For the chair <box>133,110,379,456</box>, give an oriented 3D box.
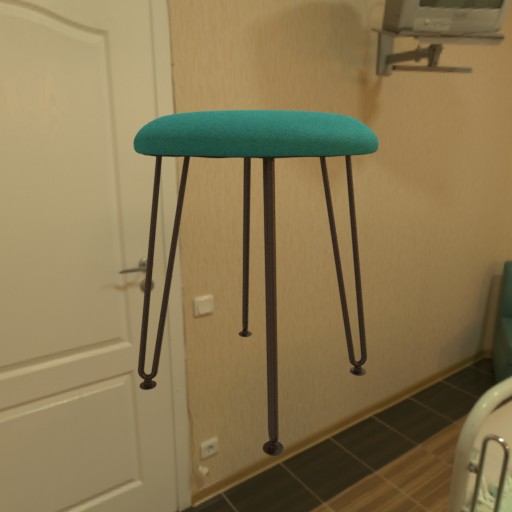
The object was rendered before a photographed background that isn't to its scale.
[{"bbox_3d":[0.000,0.000,0.698,0.350,0.430,0.350,7,16,25],"label":"chair"}]
